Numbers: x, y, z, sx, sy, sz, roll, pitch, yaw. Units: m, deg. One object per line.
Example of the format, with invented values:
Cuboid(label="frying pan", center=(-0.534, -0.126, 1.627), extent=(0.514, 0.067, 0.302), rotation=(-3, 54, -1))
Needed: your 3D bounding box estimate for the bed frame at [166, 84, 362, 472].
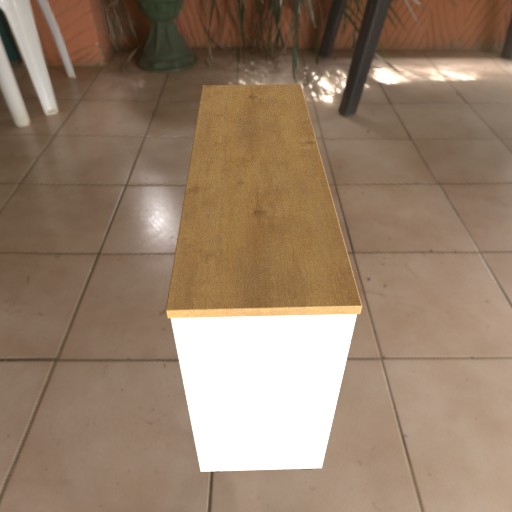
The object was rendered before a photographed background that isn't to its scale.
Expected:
Cuboid(label="bed frame", center=(0.000, 0.000, 1.735), extent=(0.430, 0.850, 1.300), rotation=(-1, 42, -1))
